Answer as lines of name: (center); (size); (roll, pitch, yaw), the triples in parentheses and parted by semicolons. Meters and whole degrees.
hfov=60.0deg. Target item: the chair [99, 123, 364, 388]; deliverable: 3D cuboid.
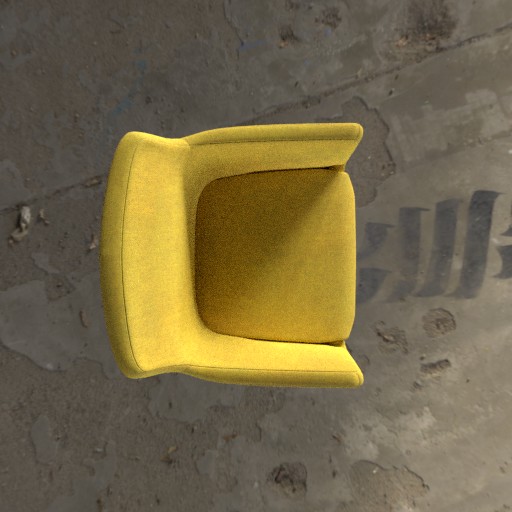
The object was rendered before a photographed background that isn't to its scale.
chair: (0.000, 0.000, 1.190); (0.570, 0.780, 0.570); (0, 90, 1)
